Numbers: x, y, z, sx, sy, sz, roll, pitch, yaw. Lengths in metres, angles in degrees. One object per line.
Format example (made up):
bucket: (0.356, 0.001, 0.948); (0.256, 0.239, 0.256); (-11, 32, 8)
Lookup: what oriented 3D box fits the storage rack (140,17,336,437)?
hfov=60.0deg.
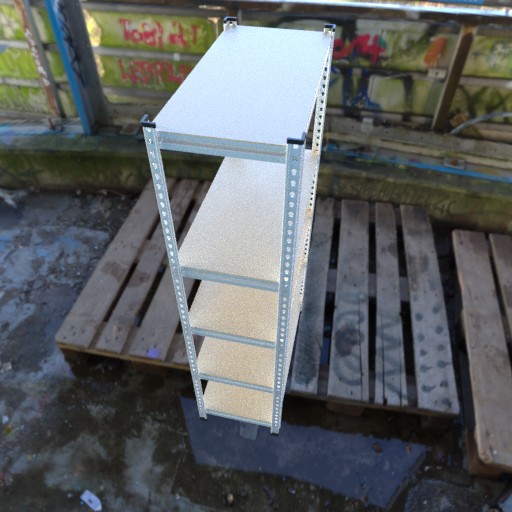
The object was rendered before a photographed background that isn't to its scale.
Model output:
storage rack: (0.000, 0.000, 2.142); (0.457, 1.829, 0.914); (9, 46, 9)
